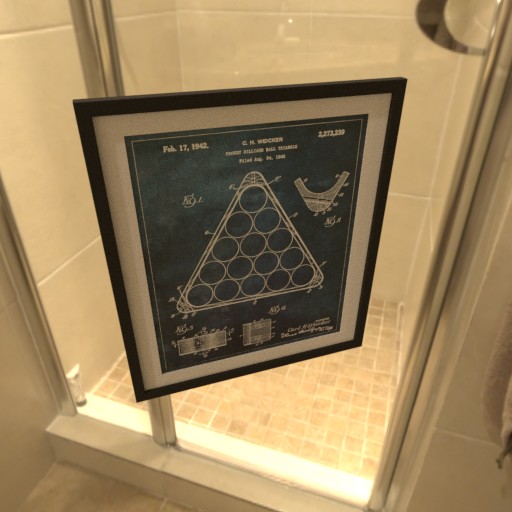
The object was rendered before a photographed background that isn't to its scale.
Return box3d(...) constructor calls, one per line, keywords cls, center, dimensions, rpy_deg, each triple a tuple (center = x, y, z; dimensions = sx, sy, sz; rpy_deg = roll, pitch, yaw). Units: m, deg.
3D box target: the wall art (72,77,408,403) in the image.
box3d(cls="wall art", center=(0.000, 0.000, 1.196), dimensions=(0.755, 0.863, 0.028), rpy_deg=(-10, 33, -16))
